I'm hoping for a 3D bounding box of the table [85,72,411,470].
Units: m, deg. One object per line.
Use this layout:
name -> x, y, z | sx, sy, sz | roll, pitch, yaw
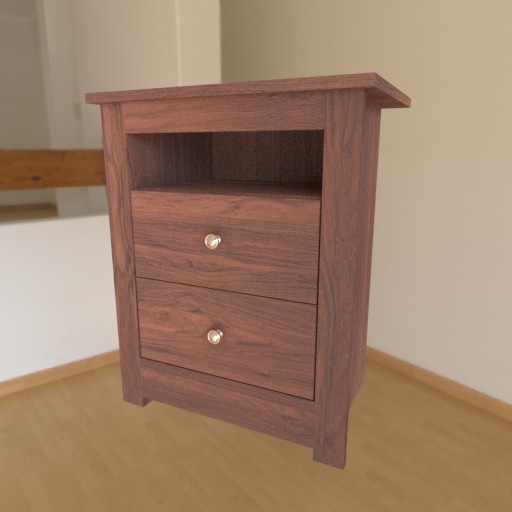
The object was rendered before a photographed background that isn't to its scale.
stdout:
table -> 0.000, 0.000, 1.042 | 0.589, 0.711, 0.406 | 7, 15, 25
